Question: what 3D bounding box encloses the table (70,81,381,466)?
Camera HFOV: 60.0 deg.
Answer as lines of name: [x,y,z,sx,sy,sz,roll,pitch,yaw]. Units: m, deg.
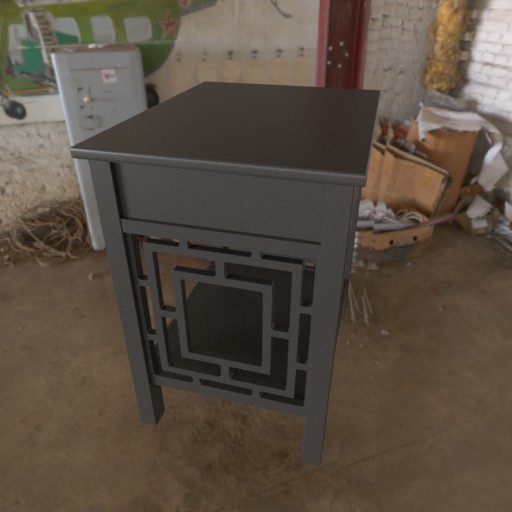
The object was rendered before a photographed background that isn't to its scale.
table: [0.000,0.000,1.018,0.451,0.646,0.564,8,32,13]
